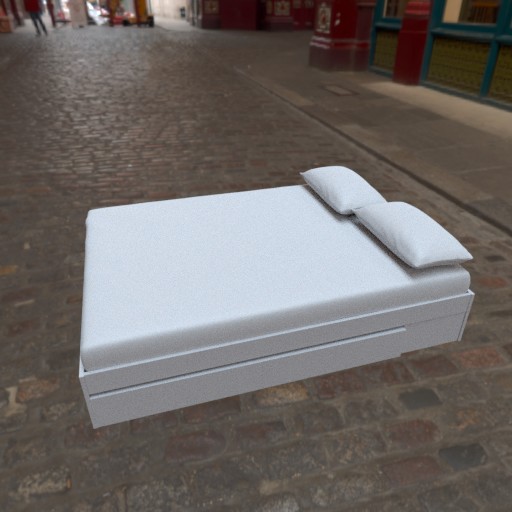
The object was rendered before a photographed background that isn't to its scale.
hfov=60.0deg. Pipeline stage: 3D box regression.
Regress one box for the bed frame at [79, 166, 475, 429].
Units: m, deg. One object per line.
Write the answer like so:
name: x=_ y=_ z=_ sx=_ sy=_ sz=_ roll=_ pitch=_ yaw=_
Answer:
bed frame: x=0.000 y=0.000 z=2.648 sx=1.950 sy=0.629 sz=1.450 roll=-9 pitch=32 yaw=-14
